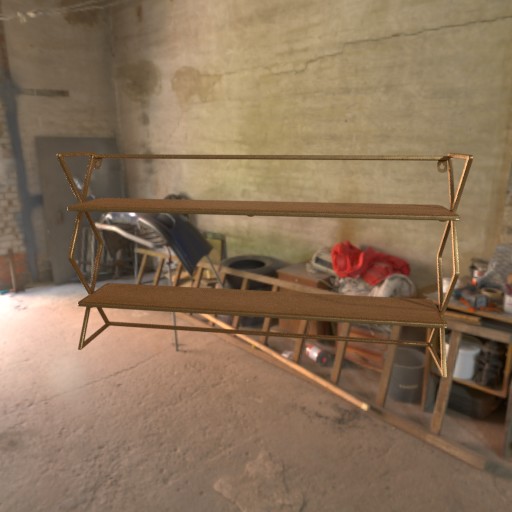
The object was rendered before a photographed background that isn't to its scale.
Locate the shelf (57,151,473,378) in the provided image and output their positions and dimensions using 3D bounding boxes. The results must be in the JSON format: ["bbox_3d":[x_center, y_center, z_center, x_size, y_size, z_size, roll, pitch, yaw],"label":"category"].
[{"bbox_3d":[0.000,0.000,0.992,0.822,0.450,0.150,2,15,9],"label":"shelf"}]
